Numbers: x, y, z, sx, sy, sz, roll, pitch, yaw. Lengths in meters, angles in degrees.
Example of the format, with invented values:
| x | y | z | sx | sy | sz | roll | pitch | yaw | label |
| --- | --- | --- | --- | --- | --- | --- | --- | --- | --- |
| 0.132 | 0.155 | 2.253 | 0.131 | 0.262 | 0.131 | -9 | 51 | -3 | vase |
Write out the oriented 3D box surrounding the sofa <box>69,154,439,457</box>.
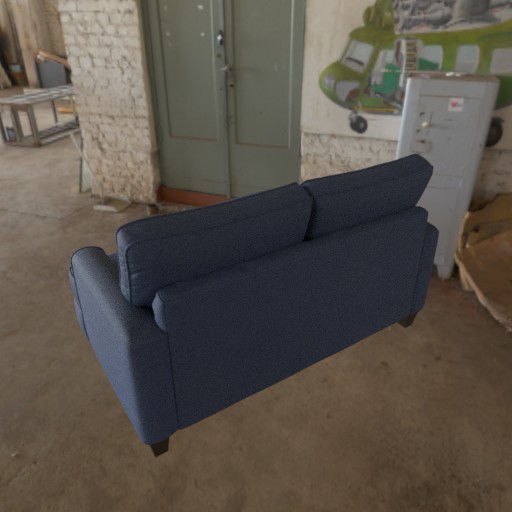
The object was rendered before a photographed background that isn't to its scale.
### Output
| x | y | z | sx | sy | sz | roll | pitch | yaw | label |
| --- | --- | --- | --- | --- | --- | --- | --- | --- | --- |
| 0.000 | 0.000 | 2.222 | 1.651 | 0.965 | 0.965 | -18 | 33 | -29 | sofa |
